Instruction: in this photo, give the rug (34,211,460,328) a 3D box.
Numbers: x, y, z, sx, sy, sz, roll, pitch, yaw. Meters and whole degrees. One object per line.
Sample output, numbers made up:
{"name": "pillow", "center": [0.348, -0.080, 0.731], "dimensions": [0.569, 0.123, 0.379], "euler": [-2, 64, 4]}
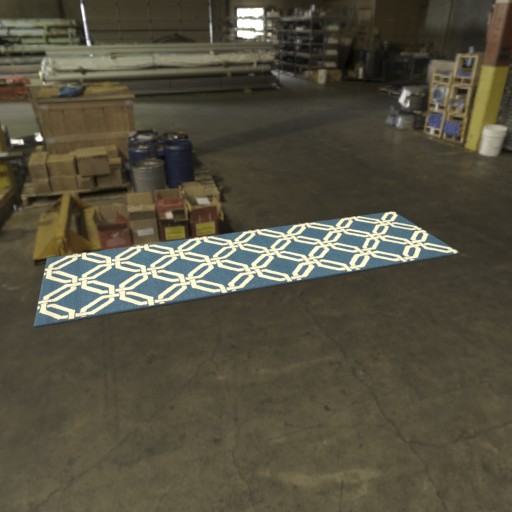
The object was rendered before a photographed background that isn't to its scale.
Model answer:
{"name": "rug", "center": [0.000, 0.000, 2.543], "dimensions": [2.276, 0.014, 0.678], "euler": [-9, 29, -16]}
